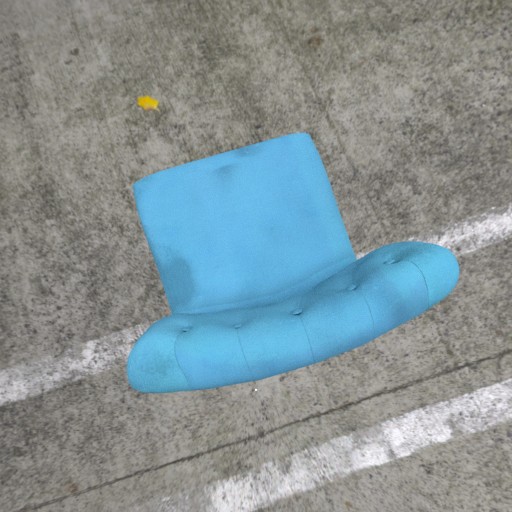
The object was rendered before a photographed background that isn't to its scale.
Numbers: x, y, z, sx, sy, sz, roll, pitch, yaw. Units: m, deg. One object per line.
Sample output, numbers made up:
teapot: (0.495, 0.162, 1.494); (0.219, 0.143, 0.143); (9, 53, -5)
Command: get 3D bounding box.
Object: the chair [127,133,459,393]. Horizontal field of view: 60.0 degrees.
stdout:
chair: (0.000, 0.000, 1.134); (0.582, 0.750, 0.605); (-17, 74, -5)
